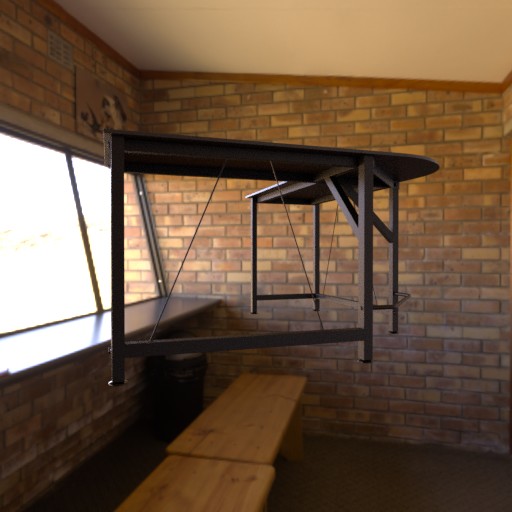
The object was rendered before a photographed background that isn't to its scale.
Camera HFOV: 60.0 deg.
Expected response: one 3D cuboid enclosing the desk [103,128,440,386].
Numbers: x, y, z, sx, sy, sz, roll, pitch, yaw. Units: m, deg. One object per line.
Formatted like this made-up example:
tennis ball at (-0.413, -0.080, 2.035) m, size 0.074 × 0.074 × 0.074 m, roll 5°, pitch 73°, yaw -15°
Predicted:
desk at (0.000, 0.000, 2.180) m, size 1.400 × 0.762 × 1.400 m, roll 0°, pitch 1°, yaw -18°
